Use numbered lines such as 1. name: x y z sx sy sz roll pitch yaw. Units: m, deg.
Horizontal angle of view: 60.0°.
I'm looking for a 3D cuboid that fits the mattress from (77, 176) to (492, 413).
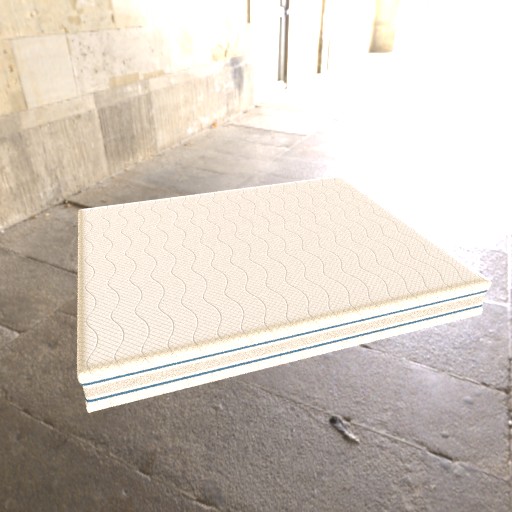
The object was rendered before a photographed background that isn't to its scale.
1. mattress: 0.000 0.000 2.680 2.000 0.230 1.600 -10 32 -16
